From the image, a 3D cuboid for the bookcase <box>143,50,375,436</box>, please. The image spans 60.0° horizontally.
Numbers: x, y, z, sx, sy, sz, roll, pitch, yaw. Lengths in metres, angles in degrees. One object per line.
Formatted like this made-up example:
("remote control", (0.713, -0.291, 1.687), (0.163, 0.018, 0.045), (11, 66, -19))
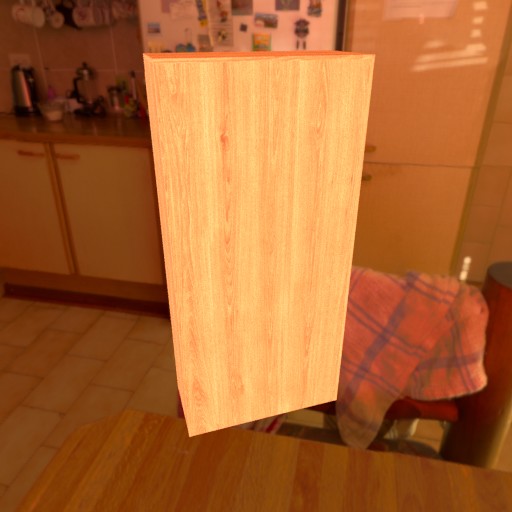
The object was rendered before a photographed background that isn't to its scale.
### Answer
("bookcase", (0.000, 0.000, 2.431), (0.950, 2.020, 0.420), (-8, 28, -16))
